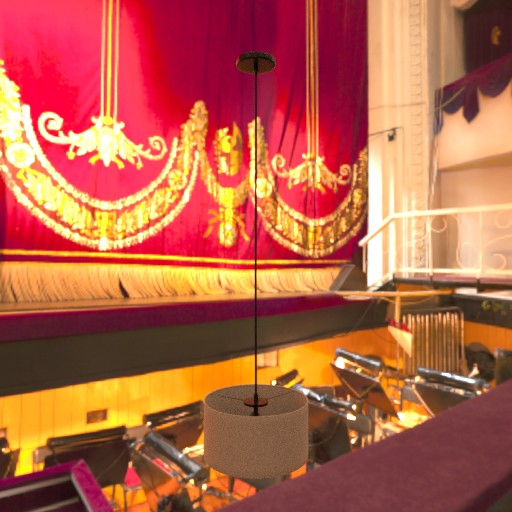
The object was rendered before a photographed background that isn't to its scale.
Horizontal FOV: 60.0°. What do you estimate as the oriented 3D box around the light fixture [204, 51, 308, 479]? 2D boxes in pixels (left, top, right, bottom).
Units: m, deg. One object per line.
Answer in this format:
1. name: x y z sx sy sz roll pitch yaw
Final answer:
1. light fixture: 0.000 0.000 1.709 0.399 1.516 0.399 0 -1 0
